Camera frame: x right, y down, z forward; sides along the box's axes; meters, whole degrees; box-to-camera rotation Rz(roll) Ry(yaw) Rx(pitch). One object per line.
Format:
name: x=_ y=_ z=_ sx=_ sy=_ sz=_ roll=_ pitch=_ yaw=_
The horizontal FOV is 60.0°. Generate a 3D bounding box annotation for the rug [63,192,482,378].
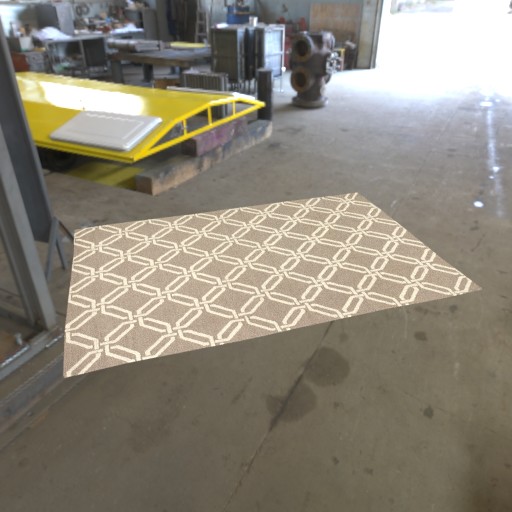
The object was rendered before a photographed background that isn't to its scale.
rug: x=0.000 y=0.000 z=2.192 sx=1.748 sy=0.010 sz=1.142 roll=-9 pitch=32 yaw=-15
